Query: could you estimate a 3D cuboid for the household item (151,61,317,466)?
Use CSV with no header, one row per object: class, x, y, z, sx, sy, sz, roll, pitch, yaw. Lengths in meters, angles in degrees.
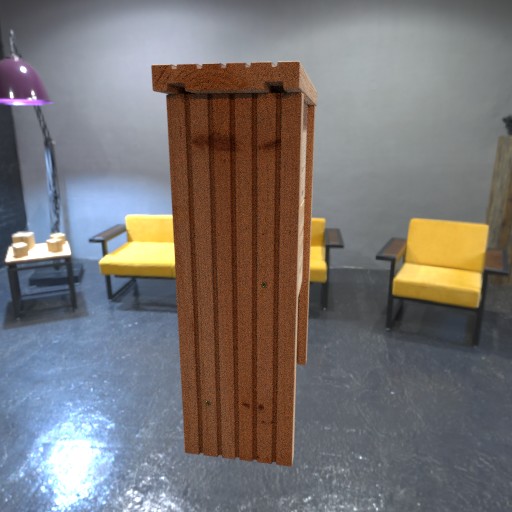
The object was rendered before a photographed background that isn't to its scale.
household item,0.000,0.000,0.553,0.123,0.407,0.301,3,16,10
